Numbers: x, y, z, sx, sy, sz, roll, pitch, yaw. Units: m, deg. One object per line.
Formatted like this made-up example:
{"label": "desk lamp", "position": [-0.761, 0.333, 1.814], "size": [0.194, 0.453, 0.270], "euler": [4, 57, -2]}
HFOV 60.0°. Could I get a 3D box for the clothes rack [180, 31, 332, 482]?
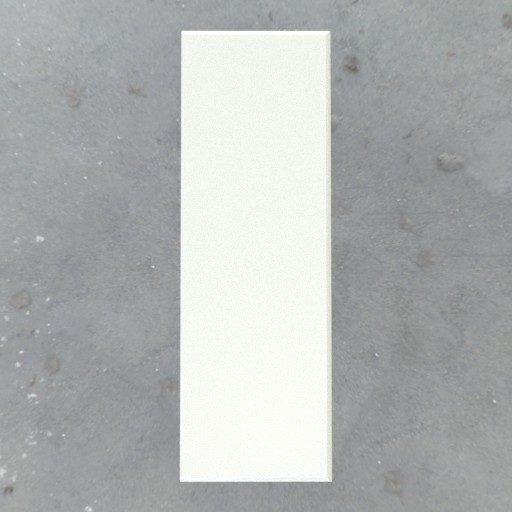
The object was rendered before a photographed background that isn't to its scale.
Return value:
{"label": "clothes rack", "position": [0.000, 0.000, 1.460], "size": [0.405, 0.558, 1.218], "euler": [0, 89, 0]}
